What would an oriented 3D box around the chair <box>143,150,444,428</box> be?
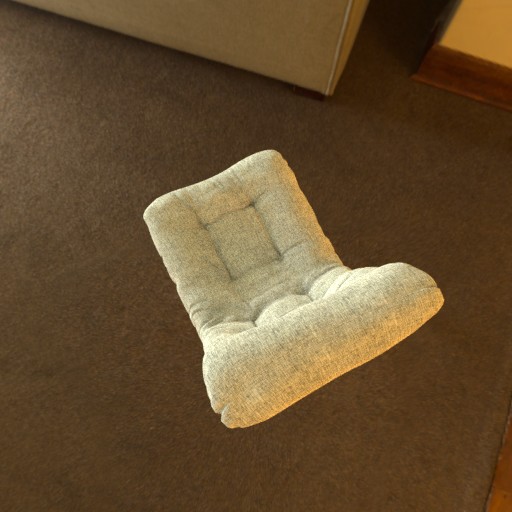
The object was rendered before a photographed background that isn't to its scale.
[{"bbox_3d":[0.000,0.000,0.985,0.400,0.600,0.583,-26,76,-7],"label":"chair"}]
